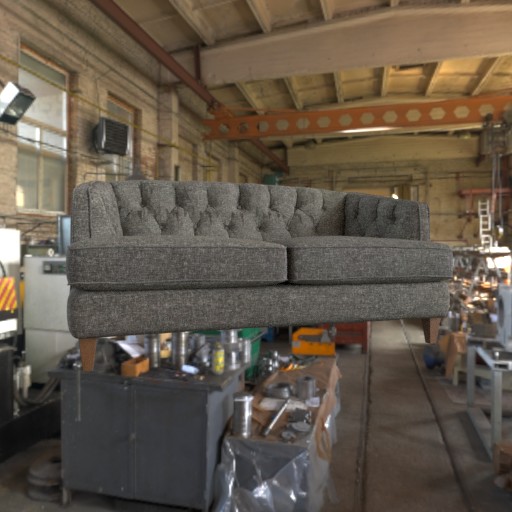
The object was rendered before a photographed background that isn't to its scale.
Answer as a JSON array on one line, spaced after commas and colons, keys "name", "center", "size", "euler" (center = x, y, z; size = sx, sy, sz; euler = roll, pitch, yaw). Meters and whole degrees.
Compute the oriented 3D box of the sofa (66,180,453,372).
[{"name": "sofa", "center": [0.000, 0.000, 2.265], "size": [1.733, 0.855, 0.941], "euler": [0, 1, -18]}]
